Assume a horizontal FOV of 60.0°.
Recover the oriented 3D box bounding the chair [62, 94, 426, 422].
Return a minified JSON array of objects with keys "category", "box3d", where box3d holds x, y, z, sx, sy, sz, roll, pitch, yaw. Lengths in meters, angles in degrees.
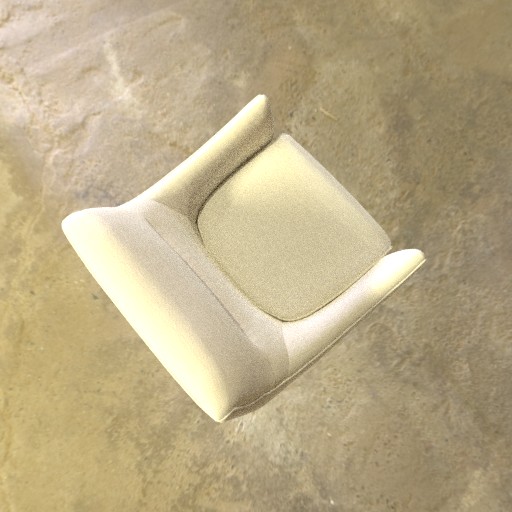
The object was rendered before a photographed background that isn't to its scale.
[{"category":"chair","box3d":[0.000,0.000,1.461,0.787,0.838,0.762,-40,79,-9]}]
